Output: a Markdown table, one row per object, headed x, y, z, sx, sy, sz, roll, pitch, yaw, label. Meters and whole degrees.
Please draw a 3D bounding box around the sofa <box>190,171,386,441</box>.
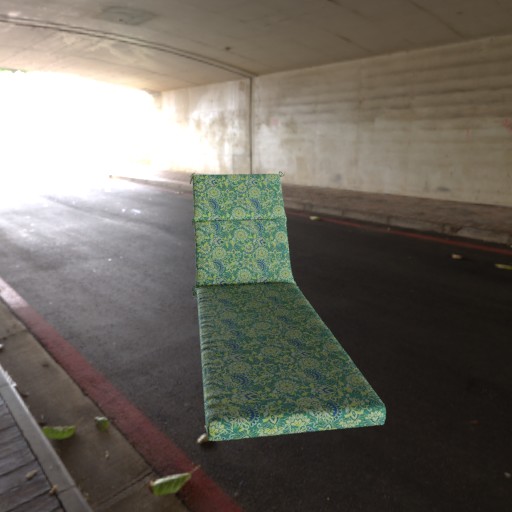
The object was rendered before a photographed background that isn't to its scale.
| x | y | z | sx | sy | sz | roll | pitch | yaw | label |
| --- | --- | --- | --- | --- | --- | --- | --- | --- | --- |
| 0.000 | 0.000 | 1.958 | 0.582 | 0.622 | 1.663 | -2 | 15 | -8 | sofa |
